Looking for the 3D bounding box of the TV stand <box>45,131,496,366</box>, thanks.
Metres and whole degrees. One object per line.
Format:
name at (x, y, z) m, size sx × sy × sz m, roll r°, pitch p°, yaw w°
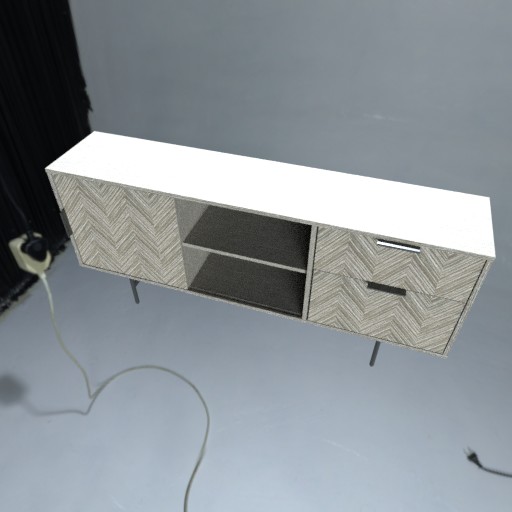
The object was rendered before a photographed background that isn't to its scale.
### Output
TV stand at (0.000, 0.000, 2.077) m, size 1.804 × 0.787 × 0.405 m, roll 13°, pitch 43°, yaw 14°
